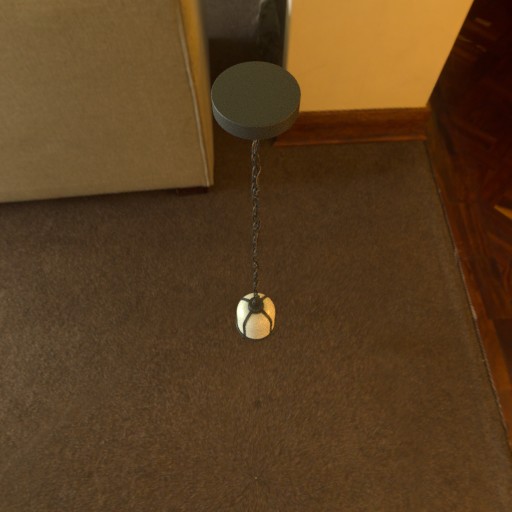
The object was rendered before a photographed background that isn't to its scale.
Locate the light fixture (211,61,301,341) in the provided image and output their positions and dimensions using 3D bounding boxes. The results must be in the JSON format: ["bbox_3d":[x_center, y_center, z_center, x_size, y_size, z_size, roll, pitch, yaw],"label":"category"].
[{"bbox_3d":[0.000,0.000,1.244,0.178,1.181,0.178,35,68,16],"label":"light fixture"}]
